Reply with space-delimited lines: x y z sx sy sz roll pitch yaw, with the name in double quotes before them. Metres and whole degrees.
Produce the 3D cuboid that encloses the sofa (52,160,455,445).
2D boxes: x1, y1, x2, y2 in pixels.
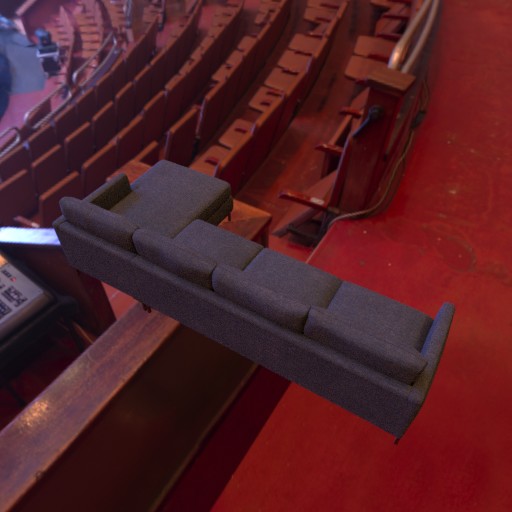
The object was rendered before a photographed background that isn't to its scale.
"sofa" 0.000 0.000 3.436 2.932 0.810 1.350 23 50 21
